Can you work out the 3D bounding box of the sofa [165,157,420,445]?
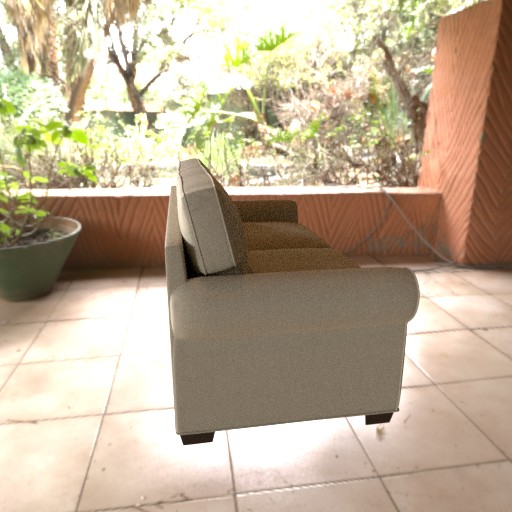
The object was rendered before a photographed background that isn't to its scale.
[{"bbox_3d":[0.000,0.000,2.283,0.861,0.933,1.774,-3,16,-9],"label":"sofa"}]
